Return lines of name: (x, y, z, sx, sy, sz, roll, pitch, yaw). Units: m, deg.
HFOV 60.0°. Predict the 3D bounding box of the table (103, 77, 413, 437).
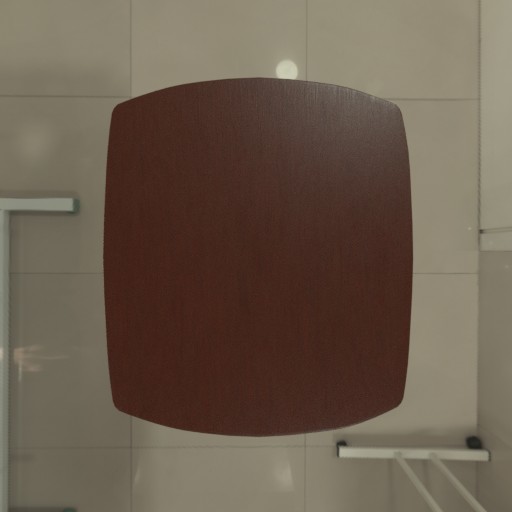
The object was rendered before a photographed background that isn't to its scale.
table: (0.000, 0.000, 0.865, 0.433, 0.496, 0.502, 0, 91, -1)
